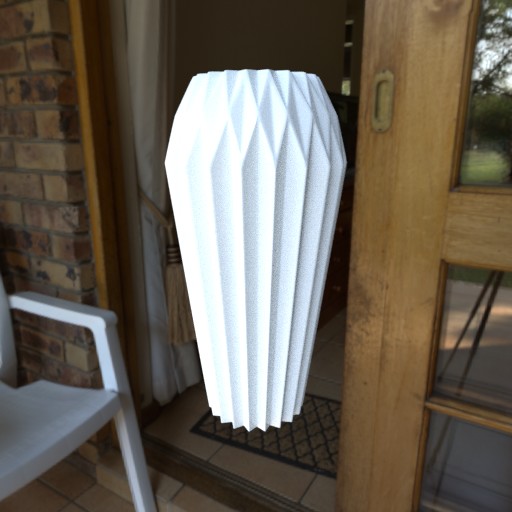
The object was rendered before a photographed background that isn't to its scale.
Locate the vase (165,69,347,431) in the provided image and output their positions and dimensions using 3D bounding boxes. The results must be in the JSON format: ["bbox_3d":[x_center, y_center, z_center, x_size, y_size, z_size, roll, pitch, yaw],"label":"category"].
[{"bbox_3d":[0.000,0.000,0.350,0.133,0.263,0.133,0,16,0],"label":"vase"}]
